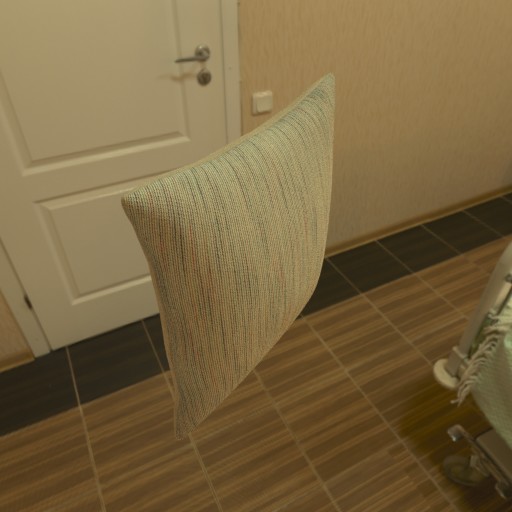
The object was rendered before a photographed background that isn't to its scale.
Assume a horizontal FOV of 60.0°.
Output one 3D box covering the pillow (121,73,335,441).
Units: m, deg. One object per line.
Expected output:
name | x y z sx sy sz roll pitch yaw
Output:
pillow | 0.000 0.000 0.791 0.178 0.506 0.512 23 45 25
